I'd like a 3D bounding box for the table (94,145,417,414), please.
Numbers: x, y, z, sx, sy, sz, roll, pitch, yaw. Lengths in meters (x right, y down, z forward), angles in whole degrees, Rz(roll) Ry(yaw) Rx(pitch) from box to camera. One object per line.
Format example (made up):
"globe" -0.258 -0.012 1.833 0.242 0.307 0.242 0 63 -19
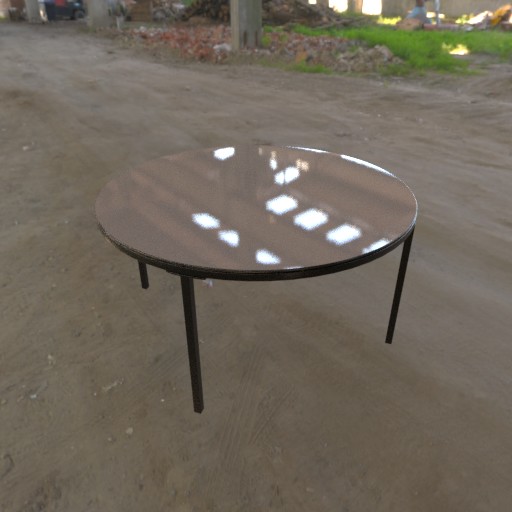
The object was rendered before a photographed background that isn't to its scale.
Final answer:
"table" 0.000 0.000 1.246 0.800 0.400 0.800 0 30 0
